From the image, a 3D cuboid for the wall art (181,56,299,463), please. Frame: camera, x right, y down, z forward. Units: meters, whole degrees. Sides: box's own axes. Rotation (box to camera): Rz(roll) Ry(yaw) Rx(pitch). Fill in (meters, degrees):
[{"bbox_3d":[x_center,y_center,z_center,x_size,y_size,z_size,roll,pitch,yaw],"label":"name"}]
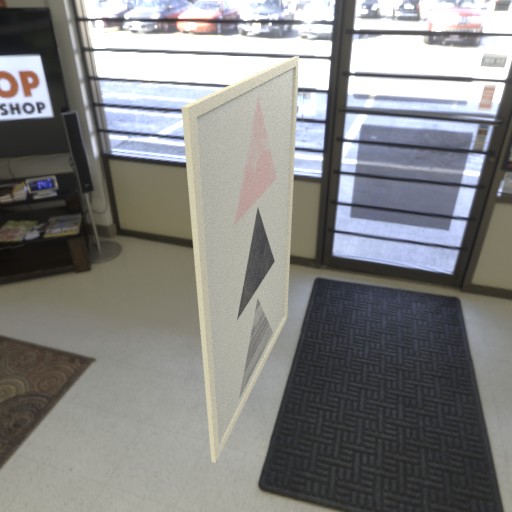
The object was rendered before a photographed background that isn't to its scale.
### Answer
[{"bbox_3d":[0.000,0.000,1.227,0.013,0.940,0.659,11,33,17],"label":"wall art"}]
